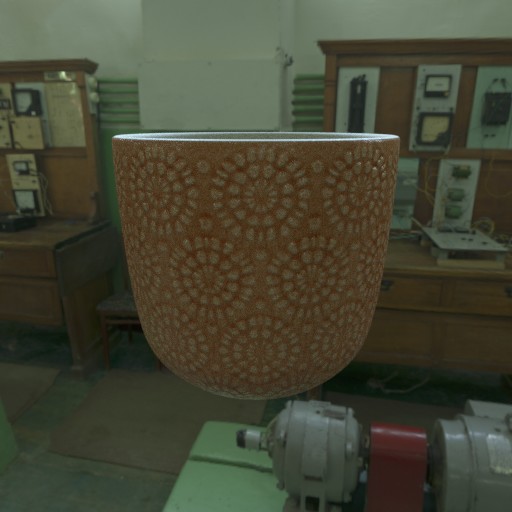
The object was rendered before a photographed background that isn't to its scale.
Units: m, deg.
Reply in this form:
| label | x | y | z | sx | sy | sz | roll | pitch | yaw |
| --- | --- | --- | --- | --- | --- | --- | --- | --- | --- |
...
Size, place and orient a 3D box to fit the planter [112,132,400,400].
| label | x | y | z | sx | sy | sz | roll | pitch | yaw |
| --- | --- | --- | --- | --- | --- | --- | --- | --- | --- |
| planter | 0.000 | 0.000 | 0.360 | 0.208 | 0.190 | 0.208 | 0 | 17 | 0 |
